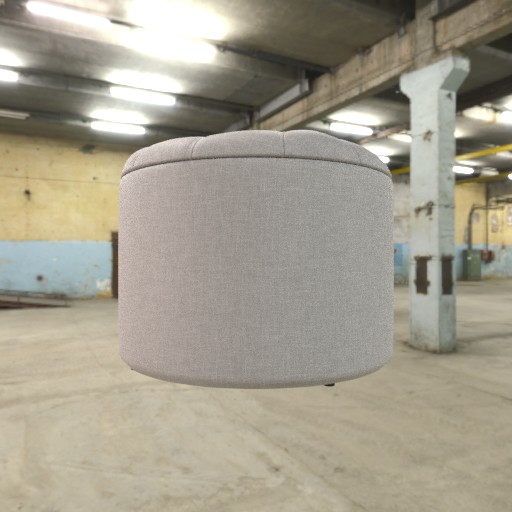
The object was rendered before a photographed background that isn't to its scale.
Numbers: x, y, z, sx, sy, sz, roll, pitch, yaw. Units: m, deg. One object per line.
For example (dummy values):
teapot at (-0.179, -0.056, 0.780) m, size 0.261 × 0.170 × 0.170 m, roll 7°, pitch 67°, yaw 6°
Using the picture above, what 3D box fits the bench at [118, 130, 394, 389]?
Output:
bench at (0.000, 0.000, 1.011) m, size 0.600 × 0.453 × 0.600 m, roll 0°, pitch 0°, yaw 0°
